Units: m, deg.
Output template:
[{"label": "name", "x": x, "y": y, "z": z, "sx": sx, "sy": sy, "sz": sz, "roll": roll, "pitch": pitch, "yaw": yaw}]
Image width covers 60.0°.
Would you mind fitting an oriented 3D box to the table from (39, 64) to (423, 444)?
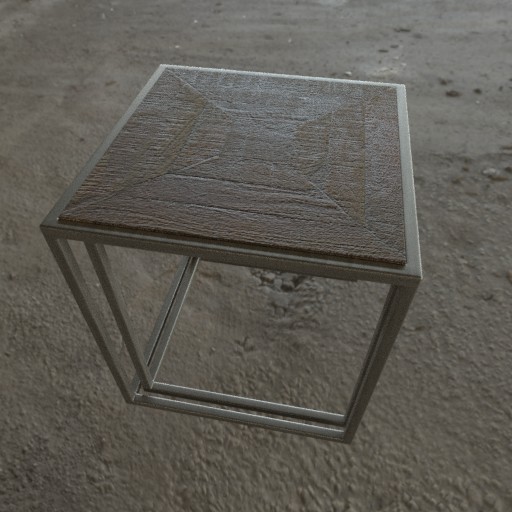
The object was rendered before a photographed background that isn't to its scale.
[{"label": "table", "x": 0.000, "y": 0.000, "z": 0.835, "sx": 0.449, "sy": 0.500, "sz": 0.450, "roll": 8, "pitch": 48, "yaw": 7}]
